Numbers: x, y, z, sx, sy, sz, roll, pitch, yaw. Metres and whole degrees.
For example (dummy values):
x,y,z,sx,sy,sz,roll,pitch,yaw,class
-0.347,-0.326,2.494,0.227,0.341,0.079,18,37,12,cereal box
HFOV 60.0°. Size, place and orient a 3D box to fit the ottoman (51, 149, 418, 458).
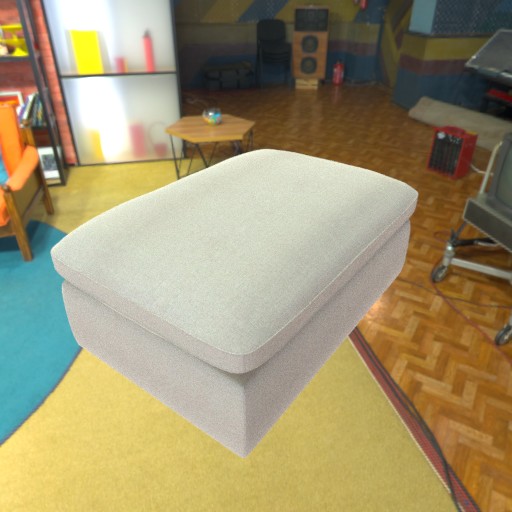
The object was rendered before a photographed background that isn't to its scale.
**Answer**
x,y,z,sx,sy,sz,roll,pitch,yaw,class
0.000,0.000,1.388,0.686,0.453,0.984,22,38,30,ottoman
